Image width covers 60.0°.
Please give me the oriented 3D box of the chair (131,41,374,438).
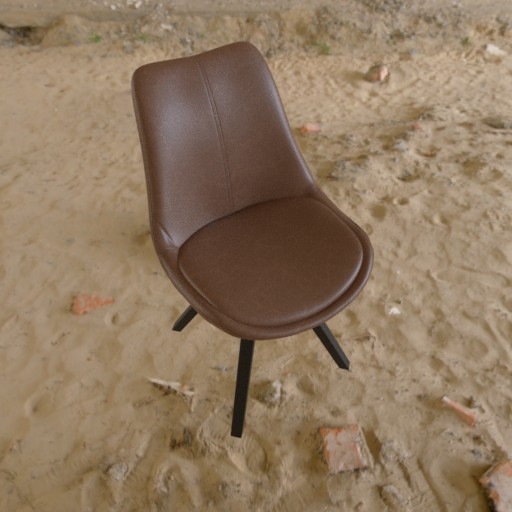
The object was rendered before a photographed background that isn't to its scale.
[{"bbox_3d":[0.000,0.000,1.137,0.475,0.850,0.550,-25,51,-22],"label":"chair"}]
